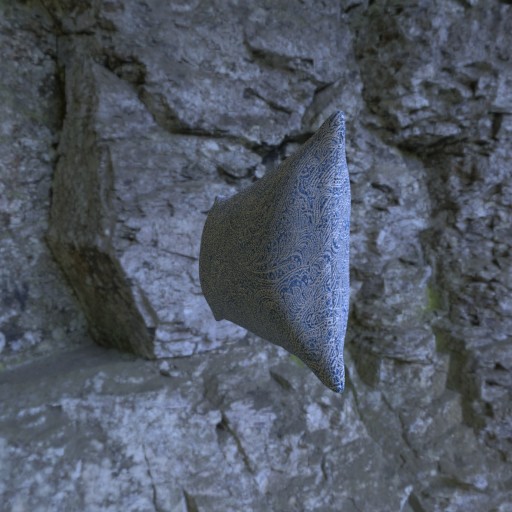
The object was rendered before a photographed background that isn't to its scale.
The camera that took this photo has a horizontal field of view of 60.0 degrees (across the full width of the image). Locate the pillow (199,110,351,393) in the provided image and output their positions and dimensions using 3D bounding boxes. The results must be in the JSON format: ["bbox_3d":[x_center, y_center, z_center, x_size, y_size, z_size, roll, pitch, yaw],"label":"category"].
[{"bbox_3d":[0.000,0.000,0.750,0.151,0.295,0.615,0,-1,-17],"label":"pillow"}]
